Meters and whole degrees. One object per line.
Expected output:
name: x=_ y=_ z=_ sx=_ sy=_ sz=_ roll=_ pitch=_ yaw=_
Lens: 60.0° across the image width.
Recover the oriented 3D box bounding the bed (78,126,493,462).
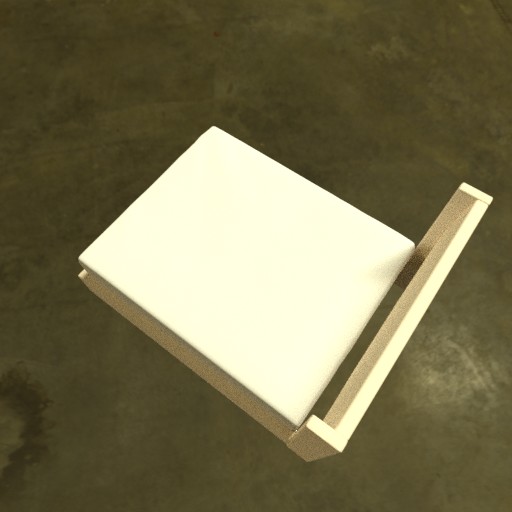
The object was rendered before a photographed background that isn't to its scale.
bed: x=0.000 y=0.000 z=3.319 sx=2.280 sy=1.471 sz=1.765 roll=33 pitch=68 yaw=15
